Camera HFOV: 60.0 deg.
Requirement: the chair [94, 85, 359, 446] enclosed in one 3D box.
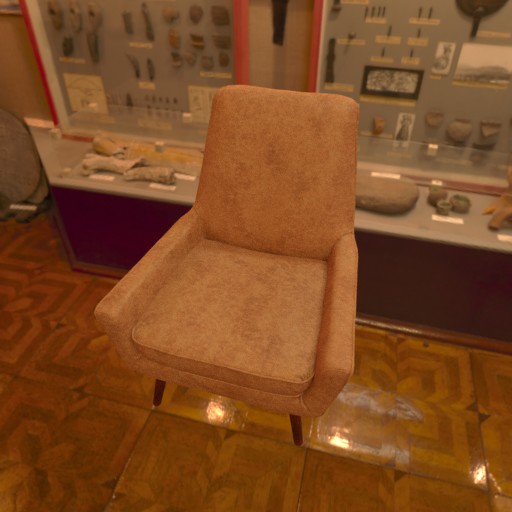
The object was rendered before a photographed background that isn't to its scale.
[{"bbox_3d":[0.000,0.000,1.516,0.753,0.883,0.851,11,41,13],"label":"chair"}]
